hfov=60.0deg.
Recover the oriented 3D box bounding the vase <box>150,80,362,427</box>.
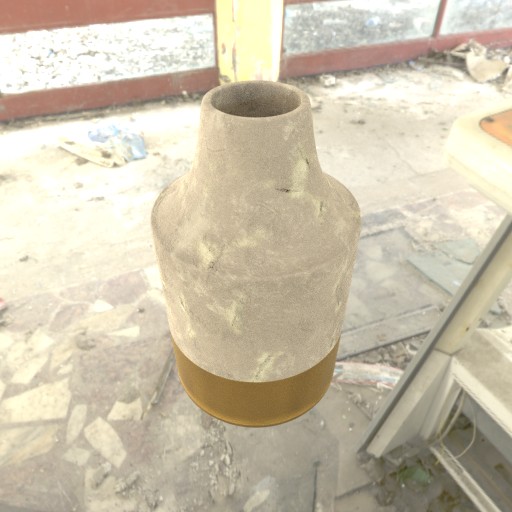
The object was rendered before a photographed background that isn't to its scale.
[{"bbox_3d":[0.000,0.000,0.424,0.184,0.305,0.184,0,40,0],"label":"vase"}]
